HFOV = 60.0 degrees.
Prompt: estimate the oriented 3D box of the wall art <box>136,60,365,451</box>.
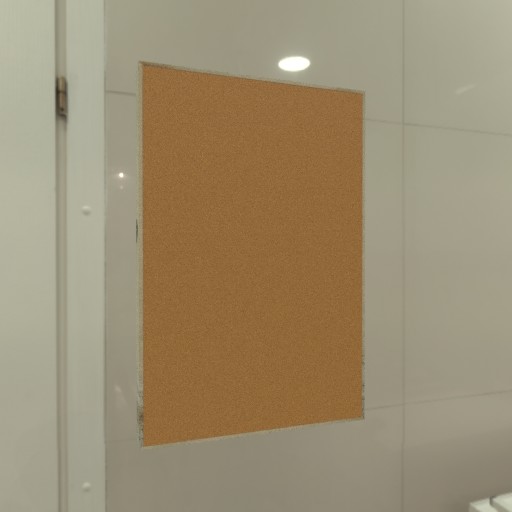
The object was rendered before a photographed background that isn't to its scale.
[{"bbox_3d":[0.000,0.000,0.491,0.254,0.381,0.038,0,1,-19],"label":"wall art"}]
